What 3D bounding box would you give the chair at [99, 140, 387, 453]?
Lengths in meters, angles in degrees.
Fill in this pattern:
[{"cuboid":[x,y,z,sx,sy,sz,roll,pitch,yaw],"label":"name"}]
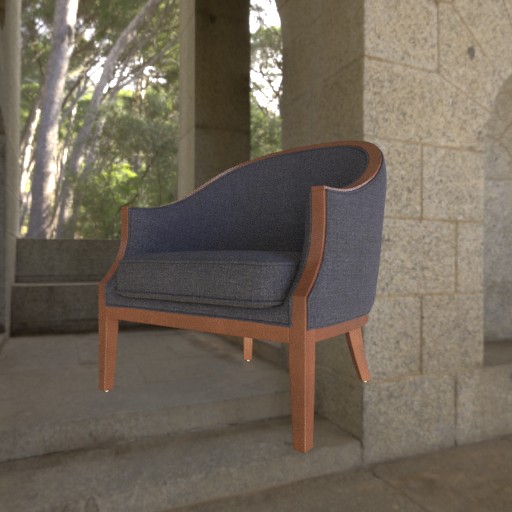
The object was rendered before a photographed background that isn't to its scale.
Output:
[{"cuboid":[0.000,0.000,1.472,0.803,0.876,0.735,0,0,37],"label":"chair"}]
